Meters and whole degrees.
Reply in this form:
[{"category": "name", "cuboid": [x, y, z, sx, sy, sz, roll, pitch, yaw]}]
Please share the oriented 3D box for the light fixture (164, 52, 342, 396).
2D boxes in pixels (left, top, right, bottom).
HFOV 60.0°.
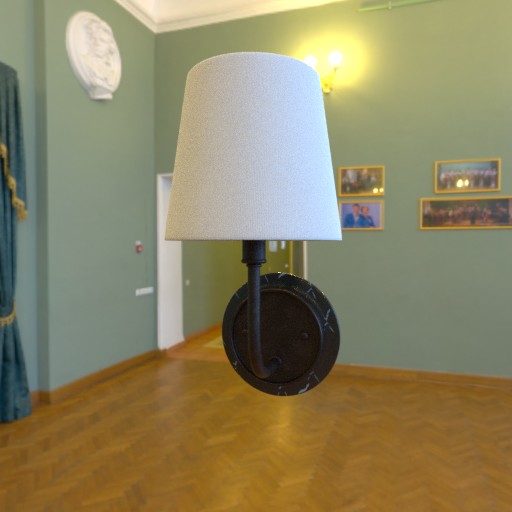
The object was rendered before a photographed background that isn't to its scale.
[{"category": "light fixture", "cuboid": [0.000, 0.000, 0.437, 0.168, 0.337, 0.188, 1, 2, 18]}]
